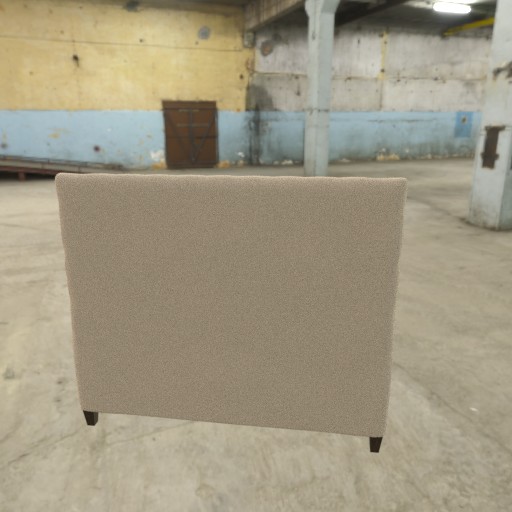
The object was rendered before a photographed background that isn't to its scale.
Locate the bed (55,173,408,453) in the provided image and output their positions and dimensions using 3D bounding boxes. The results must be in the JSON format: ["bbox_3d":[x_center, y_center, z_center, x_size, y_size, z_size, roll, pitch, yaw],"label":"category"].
[{"bbox_3d":[0.000,0.000,3.351,1.698,1.427,2.387,2,16,8],"label":"bed"}]
